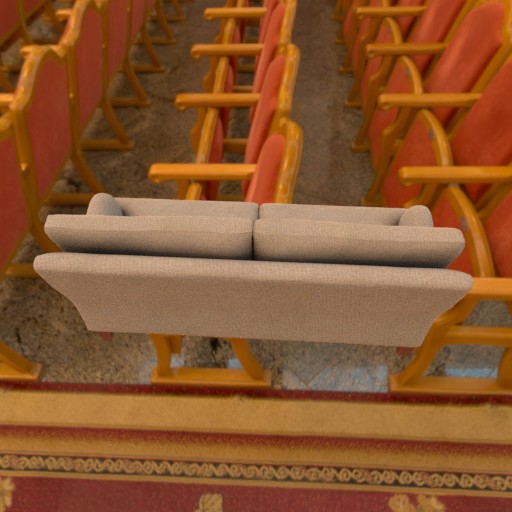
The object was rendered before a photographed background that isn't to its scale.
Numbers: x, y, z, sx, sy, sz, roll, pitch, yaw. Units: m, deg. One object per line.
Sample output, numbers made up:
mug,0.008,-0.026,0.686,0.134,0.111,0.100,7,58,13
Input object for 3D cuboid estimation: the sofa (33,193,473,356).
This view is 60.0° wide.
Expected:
sofa,0.000,0.000,2.786,2.193,1.096,1.069,2,48,2
